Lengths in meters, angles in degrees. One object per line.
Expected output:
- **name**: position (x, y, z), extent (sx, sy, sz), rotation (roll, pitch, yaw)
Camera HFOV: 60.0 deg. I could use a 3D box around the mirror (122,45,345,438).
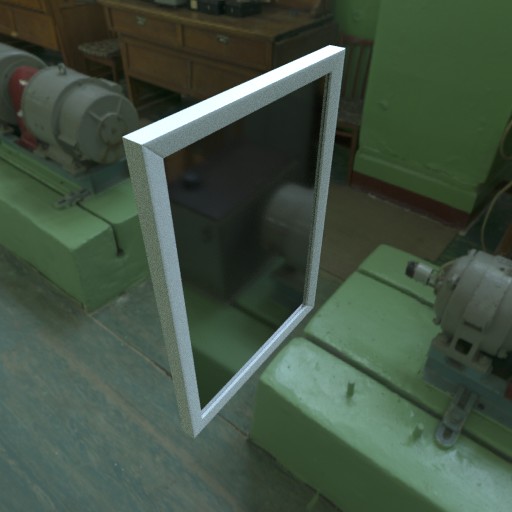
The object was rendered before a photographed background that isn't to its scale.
- **mirror**: position (0.000, 0.000, 0.924), extent (0.040, 0.710, 0.507), rotation (26, 47, 28)
